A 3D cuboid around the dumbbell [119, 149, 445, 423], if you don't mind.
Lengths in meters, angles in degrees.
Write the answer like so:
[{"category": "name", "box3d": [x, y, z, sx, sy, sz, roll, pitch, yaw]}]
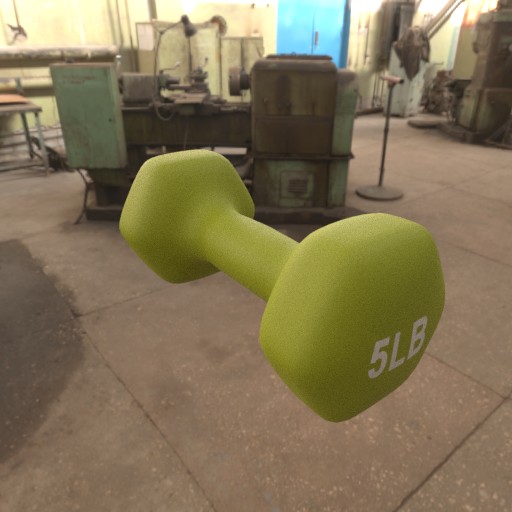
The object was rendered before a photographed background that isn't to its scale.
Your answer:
[{"category": "dumbbell", "box3d": [0.000, 0.000, 0.208, 0.080, 0.072, 0.164, -18, 32, -32]}]
